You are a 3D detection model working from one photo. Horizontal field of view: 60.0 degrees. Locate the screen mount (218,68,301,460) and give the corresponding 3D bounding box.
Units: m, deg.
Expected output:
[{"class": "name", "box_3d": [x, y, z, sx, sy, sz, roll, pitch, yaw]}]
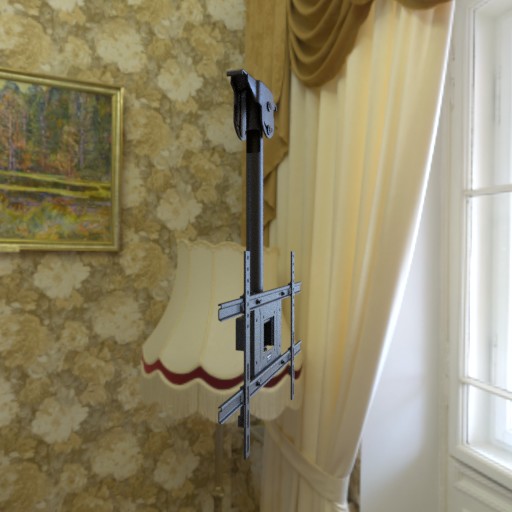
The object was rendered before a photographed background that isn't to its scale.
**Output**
[{"class": "screen mount", "box_3d": [0.000, 0.000, 1.039, 0.090, 0.775, 0.595, 0, 1, 19]}]
